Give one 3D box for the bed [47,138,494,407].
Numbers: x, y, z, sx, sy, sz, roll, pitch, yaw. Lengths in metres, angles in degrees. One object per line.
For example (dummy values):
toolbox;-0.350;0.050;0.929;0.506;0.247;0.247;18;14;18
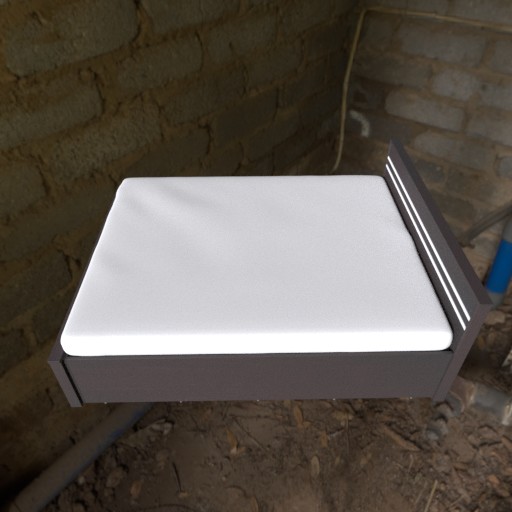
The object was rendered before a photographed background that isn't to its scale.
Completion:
bed;0.000;0.000;2.853;2.103;0.808;1.634;-1;41;-1
